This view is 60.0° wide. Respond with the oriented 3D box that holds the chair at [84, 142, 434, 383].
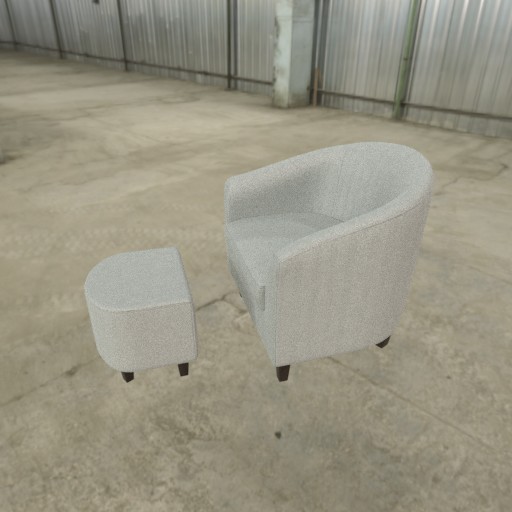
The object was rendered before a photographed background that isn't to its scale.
[{"bbox_3d":[0.000,0.000,1.738,1.288,0.757,0.756,-8,30,-14],"label":"chair"}]
